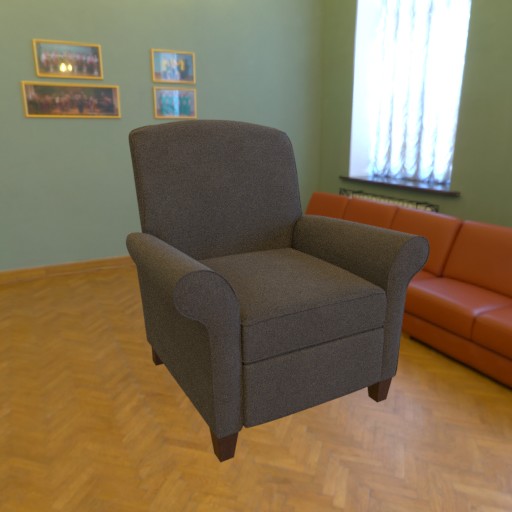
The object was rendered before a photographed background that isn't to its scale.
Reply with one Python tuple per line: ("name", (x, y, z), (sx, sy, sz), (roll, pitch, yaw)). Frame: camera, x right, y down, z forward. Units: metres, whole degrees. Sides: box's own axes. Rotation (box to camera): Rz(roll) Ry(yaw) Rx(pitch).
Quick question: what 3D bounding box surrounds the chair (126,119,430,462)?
("chair", (0.000, 0.000, 1.770), (0.978, 1.061, 0.905), (-8, 18, -28))
